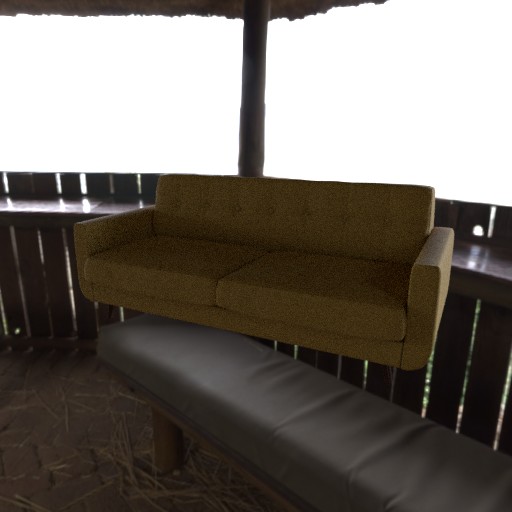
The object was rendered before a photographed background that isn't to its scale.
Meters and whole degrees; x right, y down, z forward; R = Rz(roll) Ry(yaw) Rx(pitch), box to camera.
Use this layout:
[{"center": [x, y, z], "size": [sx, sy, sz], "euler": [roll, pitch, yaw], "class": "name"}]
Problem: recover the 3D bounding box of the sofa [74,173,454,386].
[{"center": [0.000, 0.000, 2.556], "size": [2.029, 0.841, 0.909], "euler": [7, 17, 26], "class": "sofa"}]
